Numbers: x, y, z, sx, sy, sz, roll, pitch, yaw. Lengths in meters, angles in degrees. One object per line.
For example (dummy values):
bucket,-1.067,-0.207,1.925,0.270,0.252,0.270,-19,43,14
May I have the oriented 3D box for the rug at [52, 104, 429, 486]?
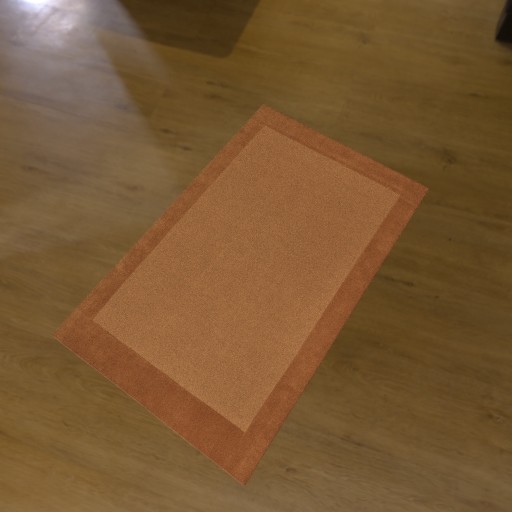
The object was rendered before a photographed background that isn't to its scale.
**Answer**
rug,0.000,0.000,3.114,1.524,0.014,2.438,32,68,15
